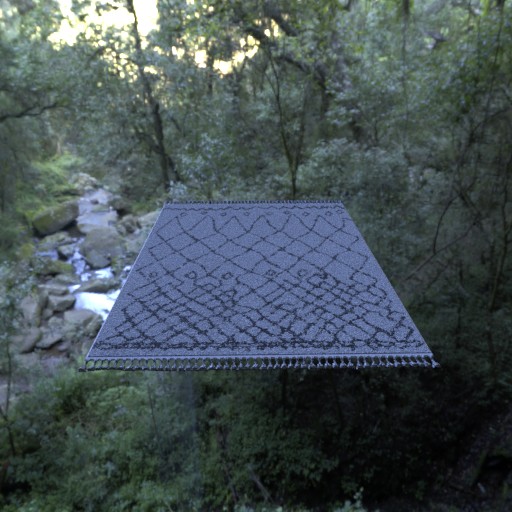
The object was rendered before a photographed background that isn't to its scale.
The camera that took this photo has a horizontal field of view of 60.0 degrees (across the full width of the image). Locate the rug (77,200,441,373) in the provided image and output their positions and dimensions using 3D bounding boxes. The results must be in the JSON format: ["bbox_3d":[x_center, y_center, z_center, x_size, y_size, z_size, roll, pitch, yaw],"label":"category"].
[{"bbox_3d":[0.000,0.000,2.997,1.613,0.017,2.312,0,26,-1],"label":"rug"}]
